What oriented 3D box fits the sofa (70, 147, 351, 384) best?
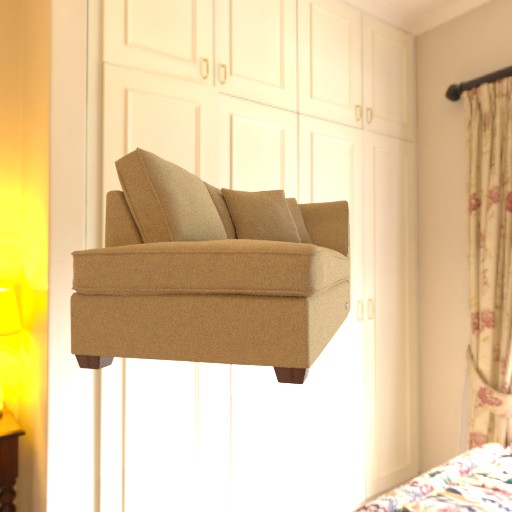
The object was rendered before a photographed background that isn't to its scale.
[{"bbox_3d":[0.000,0.000,2.855,1.110,1.033,2.237,0,-1,16],"label":"sofa"}]
